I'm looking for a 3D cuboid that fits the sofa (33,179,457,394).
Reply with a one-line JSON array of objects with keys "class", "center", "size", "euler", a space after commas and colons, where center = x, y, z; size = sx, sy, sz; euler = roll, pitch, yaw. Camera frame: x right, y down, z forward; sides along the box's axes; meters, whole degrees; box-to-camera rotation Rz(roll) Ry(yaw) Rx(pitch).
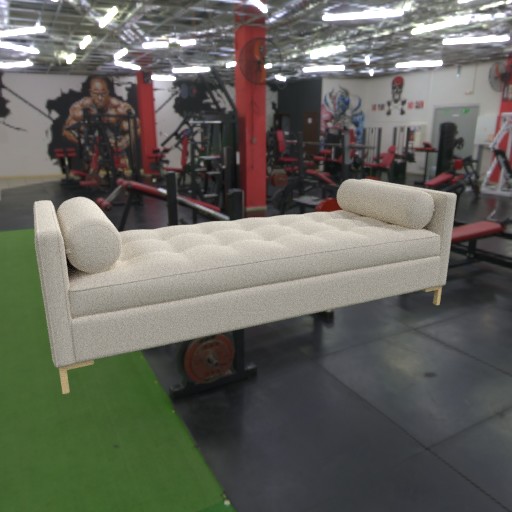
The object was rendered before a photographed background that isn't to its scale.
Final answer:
[{"class": "sofa", "center": [0.000, 0.000, 2.273], "size": [1.985, 0.641, 0.746], "euler": [-8, 18, -25]}]
